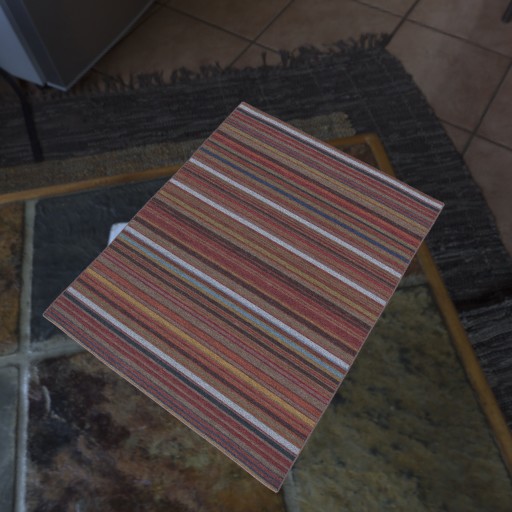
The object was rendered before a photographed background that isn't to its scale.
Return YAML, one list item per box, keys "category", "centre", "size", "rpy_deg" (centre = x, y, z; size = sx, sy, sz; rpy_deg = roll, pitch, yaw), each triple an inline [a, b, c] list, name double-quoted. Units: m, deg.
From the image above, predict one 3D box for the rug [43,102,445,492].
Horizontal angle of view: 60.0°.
- category: "rug"
  centre: [0.000, 0.000, 4.162]
  size: [2.479, 0.023, 3.092]
  rpy_deg: [31, 68, 15]
